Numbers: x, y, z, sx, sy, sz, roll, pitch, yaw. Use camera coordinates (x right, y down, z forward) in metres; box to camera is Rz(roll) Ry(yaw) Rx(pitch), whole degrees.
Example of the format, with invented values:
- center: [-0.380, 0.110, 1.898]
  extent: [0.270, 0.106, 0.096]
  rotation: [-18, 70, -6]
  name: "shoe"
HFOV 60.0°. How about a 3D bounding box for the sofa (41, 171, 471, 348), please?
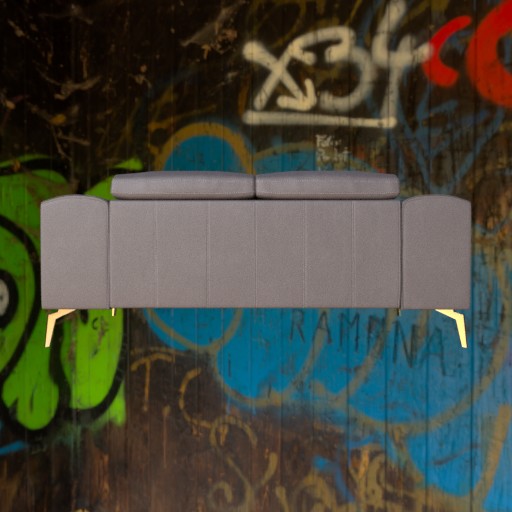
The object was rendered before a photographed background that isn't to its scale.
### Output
- center: [0.000, 0.000, 2.402]
  extent: [1.895, 0.779, 1.003]
  rotation: [0, 1, 0]
  name: "sofa"
